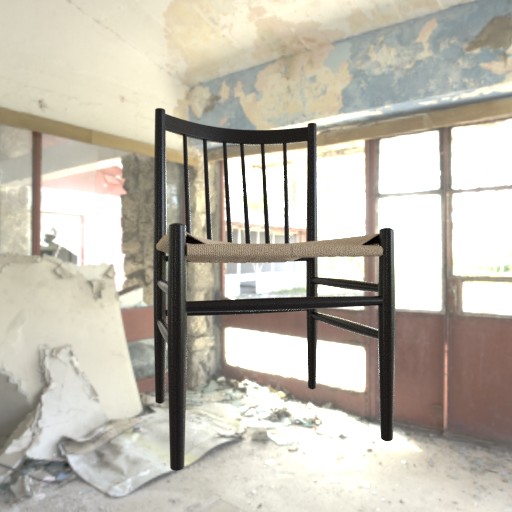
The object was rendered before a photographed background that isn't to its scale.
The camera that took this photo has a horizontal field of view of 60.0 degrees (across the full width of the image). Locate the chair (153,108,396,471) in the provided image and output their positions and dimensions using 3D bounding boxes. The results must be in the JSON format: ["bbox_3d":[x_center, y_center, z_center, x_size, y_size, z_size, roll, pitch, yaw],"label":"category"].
[{"bbox_3d":[0.000,0.000,1.141,0.495,0.818,0.516,0,0,-17],"label":"chair"}]
